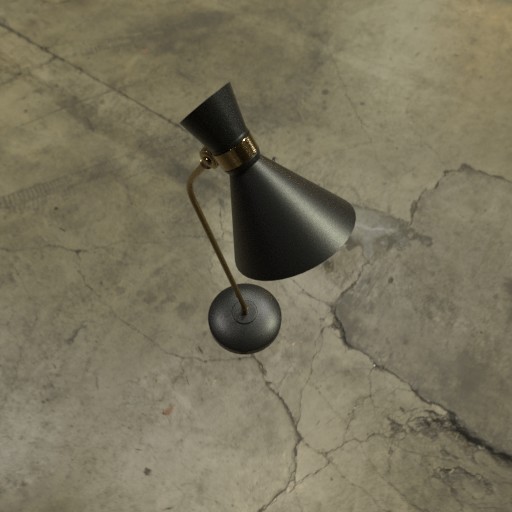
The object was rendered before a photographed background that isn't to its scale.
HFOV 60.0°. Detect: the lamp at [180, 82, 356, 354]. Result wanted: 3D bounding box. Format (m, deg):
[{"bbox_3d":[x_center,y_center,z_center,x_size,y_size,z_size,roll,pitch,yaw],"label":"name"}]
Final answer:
[{"bbox_3d":[0.000,0.000,0.775,0.292,0.647,0.189,33,64,18],"label":"lamp"}]
